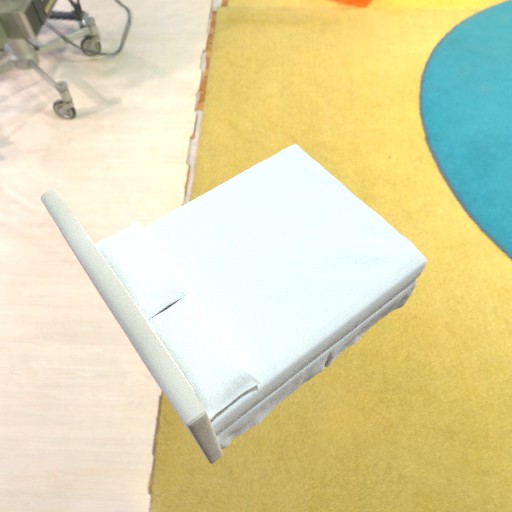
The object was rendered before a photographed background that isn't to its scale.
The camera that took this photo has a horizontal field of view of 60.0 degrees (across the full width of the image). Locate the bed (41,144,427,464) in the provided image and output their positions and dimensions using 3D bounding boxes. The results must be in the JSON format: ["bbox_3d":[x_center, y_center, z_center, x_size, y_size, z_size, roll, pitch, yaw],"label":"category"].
[{"bbox_3d":[0.000,0.000,3.298,2.143,1.460,1.753,-33,63,-19],"label":"bed"}]
